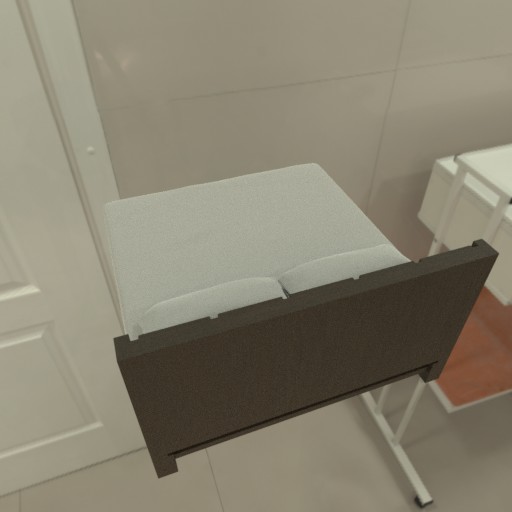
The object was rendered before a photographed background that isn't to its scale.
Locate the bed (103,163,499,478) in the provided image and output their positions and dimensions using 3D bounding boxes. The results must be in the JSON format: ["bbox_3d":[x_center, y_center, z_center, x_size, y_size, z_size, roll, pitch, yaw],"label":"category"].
[{"bbox_3d":[0.000,0.000,3.449,2.143,1.261,2.238,-14,43,-15],"label":"bed"}]
